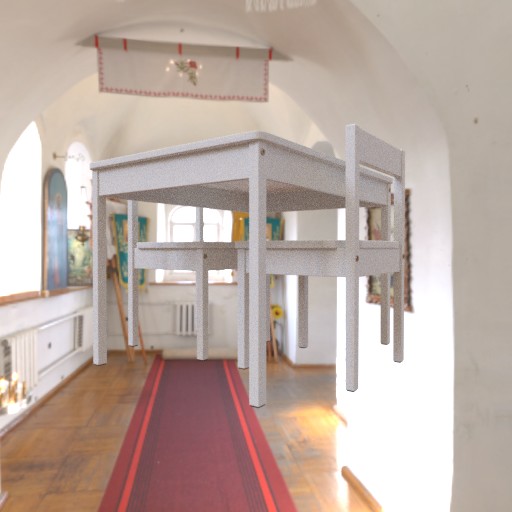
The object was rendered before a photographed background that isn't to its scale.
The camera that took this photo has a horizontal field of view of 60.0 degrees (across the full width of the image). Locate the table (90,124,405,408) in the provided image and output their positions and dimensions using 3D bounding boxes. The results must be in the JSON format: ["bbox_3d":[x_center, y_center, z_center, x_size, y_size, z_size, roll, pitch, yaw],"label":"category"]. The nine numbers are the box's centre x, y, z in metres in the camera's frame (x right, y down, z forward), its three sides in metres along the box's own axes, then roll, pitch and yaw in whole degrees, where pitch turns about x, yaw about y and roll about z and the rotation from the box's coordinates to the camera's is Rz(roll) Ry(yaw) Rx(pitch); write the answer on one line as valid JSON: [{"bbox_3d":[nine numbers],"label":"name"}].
[{"bbox_3d":[0.000,0.000,1.139,0.672,0.503,0.650,1,1,36],"label":"table"}]
